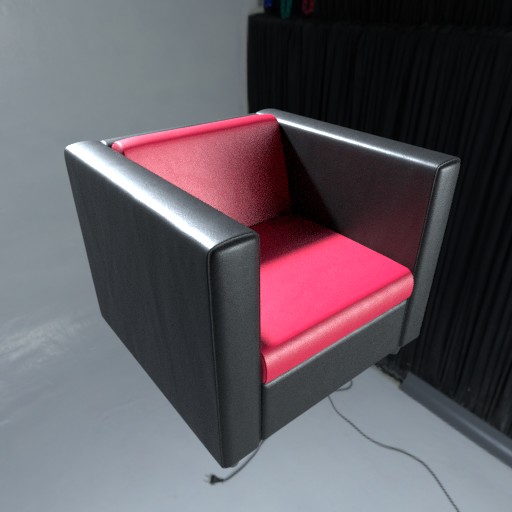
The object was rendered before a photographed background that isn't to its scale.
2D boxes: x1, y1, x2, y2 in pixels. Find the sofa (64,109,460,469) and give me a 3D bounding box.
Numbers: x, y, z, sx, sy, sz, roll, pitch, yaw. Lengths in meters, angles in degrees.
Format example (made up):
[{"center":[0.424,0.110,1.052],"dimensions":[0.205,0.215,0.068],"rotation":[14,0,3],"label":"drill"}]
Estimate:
[{"center":[0.000,0.000,1.435],"dimensions":[0.839,0.724,0.809],"rotation":[-22,37,-32],"label":"sofa"}]
